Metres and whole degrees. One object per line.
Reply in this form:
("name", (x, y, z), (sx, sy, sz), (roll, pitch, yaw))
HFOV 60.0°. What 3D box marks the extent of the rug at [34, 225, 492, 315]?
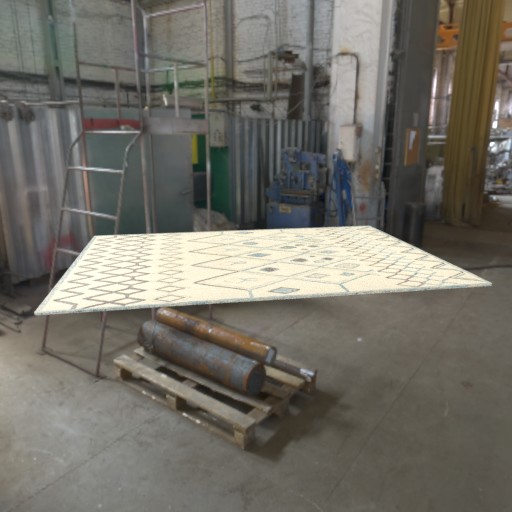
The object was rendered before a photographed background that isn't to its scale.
("rug", (0.000, 0.000, 2.316), (1.820, 0.009, 1.260), (-3, 16, -10))
